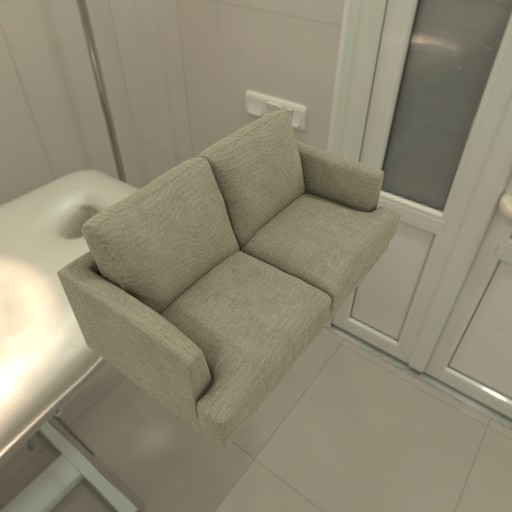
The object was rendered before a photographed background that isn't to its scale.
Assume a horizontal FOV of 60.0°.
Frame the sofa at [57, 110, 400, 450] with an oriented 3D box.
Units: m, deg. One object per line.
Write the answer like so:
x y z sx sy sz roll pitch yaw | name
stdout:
0.000 0.000 2.223 0.903 0.944 1.582 27 48 27 | sofa
